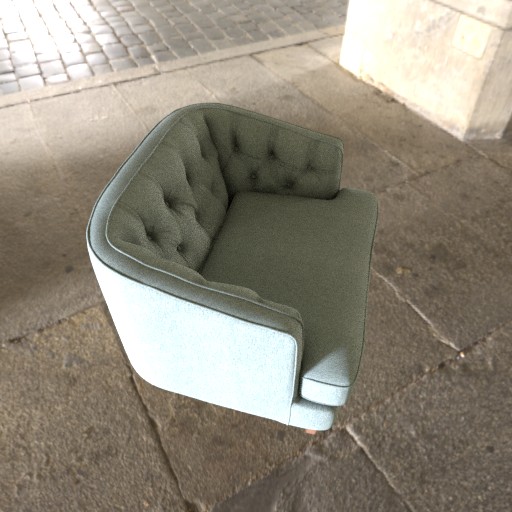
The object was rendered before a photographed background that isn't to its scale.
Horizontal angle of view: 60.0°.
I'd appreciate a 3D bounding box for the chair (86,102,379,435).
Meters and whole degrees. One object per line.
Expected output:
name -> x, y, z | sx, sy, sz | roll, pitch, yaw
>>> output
chair -> 0.000, 0.000, 1.828 | 0.945, 0.852, 1.094 | 11, 47, 10
